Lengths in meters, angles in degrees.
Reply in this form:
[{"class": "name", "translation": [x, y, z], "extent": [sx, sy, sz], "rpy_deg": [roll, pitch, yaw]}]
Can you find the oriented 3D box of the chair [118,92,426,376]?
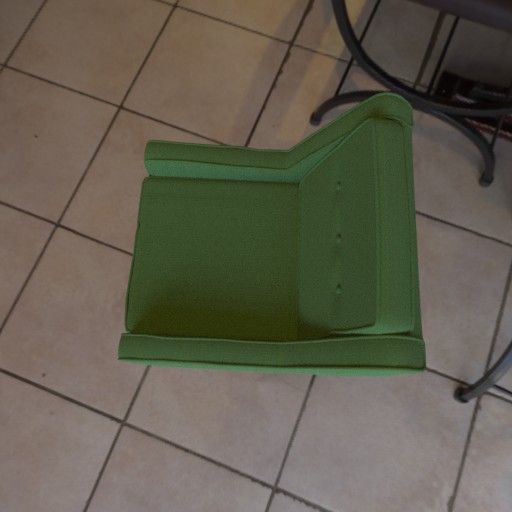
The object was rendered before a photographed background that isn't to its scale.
[{"class": "chair", "translation": [0.000, 0.000, 1.321], "extent": [0.743, 0.792, 0.663], "rpy_deg": [3, 74, 1]}]
